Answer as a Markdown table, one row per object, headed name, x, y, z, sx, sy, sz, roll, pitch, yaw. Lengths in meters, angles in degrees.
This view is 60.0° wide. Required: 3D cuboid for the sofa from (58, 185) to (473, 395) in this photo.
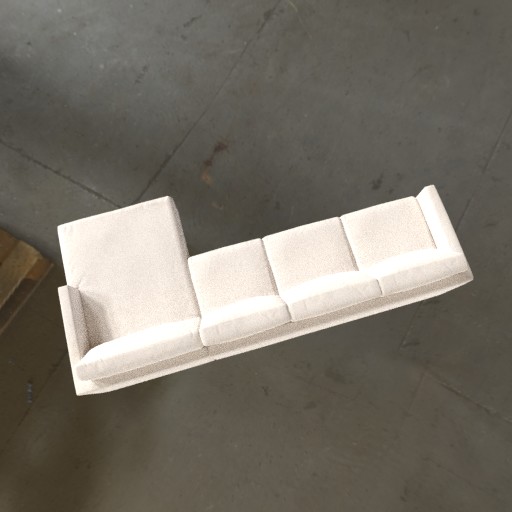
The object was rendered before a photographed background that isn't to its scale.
| name | x | y | z | sx | sy | sz | roll | pitch | yaw |
| --- | --- | --- | --- | --- | --- | --- | --- | --- | --- |
| sofa | 0.000 | 0.000 | 4.121 | 3.471 | 0.954 | 1.606 | -16 | 76 | -4 |
